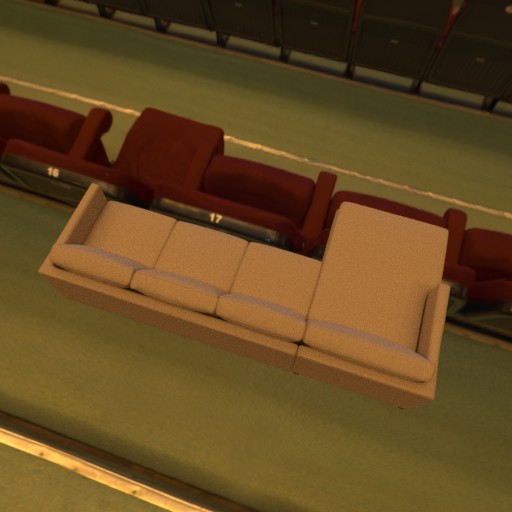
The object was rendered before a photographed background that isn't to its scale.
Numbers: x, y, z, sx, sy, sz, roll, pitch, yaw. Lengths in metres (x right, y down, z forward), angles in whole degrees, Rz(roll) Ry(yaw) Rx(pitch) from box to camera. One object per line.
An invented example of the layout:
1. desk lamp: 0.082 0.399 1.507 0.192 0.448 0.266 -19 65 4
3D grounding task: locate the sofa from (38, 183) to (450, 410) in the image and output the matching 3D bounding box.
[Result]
1. sofa: 0.000 0.000 3.899 3.186 0.846 1.625 17 65 8
